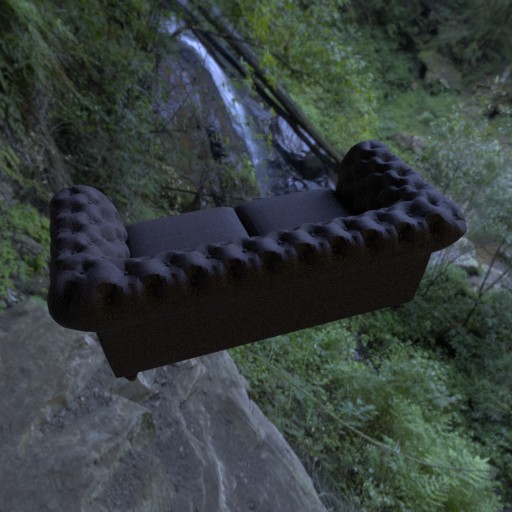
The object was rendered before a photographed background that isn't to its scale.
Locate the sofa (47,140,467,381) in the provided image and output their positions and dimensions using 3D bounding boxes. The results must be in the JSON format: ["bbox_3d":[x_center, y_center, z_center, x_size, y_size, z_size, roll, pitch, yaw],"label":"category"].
[{"bbox_3d":[0.000,0.000,2.479,2.048,0.780,0.944,-12,41,-14],"label":"sofa"}]
